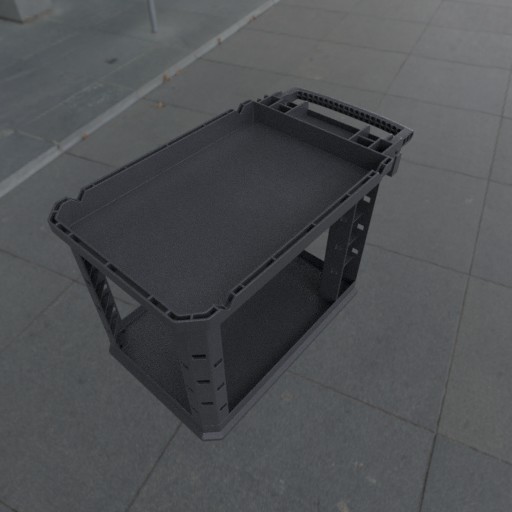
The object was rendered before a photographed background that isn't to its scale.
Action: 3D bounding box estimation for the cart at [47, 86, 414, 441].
[{"bbox_3d":[0.000,0.000,1.819,0.674,0.884,1.239,32,54,27],"label":"cart"}]
